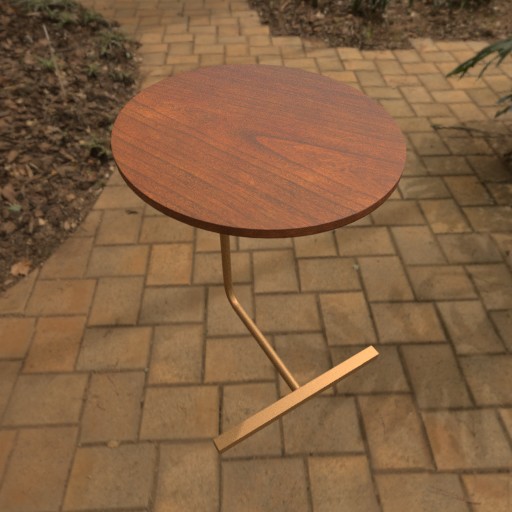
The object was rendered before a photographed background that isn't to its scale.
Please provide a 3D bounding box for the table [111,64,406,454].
[{"bbox_3d":[0.000,0.000,1.095,0.530,0.706,0.577,-24,51,-21],"label":"table"}]
